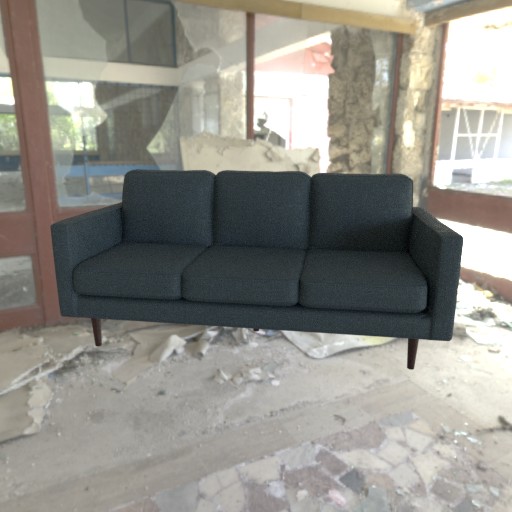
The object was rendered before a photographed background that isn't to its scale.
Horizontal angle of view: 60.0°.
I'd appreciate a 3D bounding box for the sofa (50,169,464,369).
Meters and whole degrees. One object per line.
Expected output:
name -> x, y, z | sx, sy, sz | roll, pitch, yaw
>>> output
sofa -> 0.000, 0.000, 2.580 | 2.013, 0.945, 0.935 | 2, 15, 9
